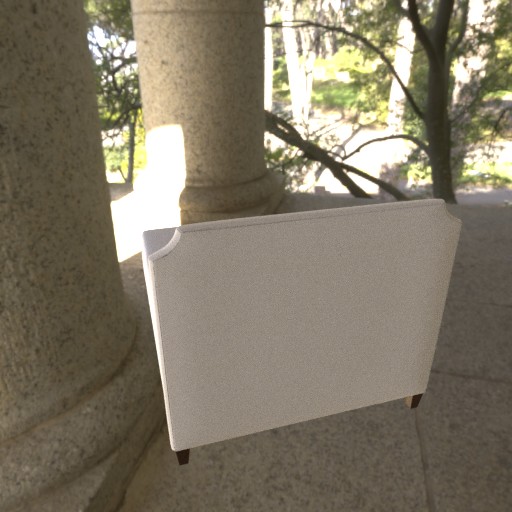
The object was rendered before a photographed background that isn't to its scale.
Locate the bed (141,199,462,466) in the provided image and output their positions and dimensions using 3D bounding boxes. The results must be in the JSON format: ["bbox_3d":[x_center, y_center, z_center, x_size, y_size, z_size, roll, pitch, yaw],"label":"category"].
[{"bbox_3d":[0.000,0.000,3.486,1.712,1.497,2.372,-7,26,-15],"label":"bed"}]
